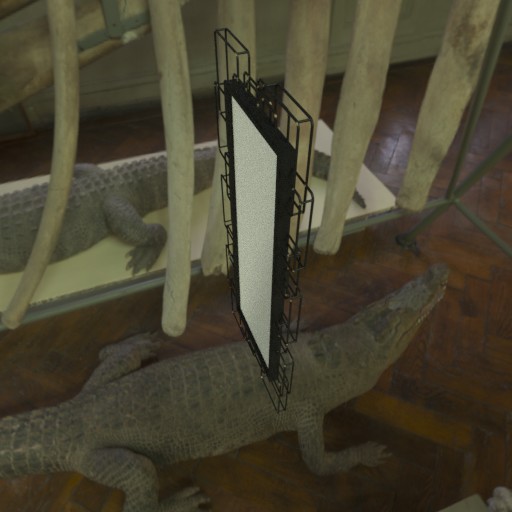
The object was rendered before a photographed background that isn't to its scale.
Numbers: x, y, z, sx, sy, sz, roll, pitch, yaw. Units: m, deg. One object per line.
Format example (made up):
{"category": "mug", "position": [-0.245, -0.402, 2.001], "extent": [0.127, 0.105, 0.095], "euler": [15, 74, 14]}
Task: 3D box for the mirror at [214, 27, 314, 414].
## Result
{"category": "mirror", "position": [0.000, 0.000, 1.391], "extent": [0.037, 1.192, 0.565], "euler": [-16, 49, -15]}
